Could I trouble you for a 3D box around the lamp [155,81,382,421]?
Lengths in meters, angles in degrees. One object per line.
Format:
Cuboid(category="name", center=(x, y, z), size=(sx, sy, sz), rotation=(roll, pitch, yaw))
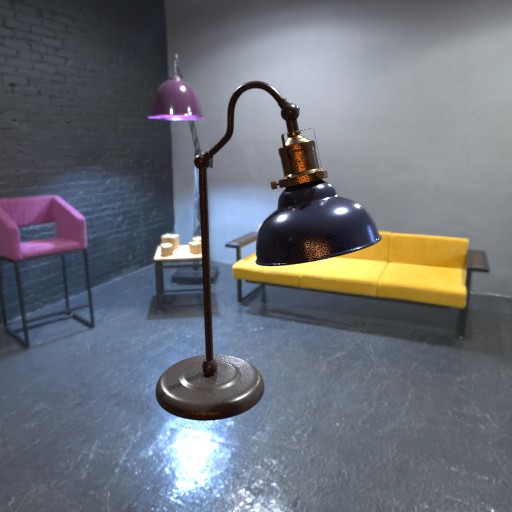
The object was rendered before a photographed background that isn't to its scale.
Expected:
Cuboid(category="lamp", center=(0.000, 0.000, 0.686), size=(0.374, 0.508, 0.192), rotation=(7, 16, 26))
